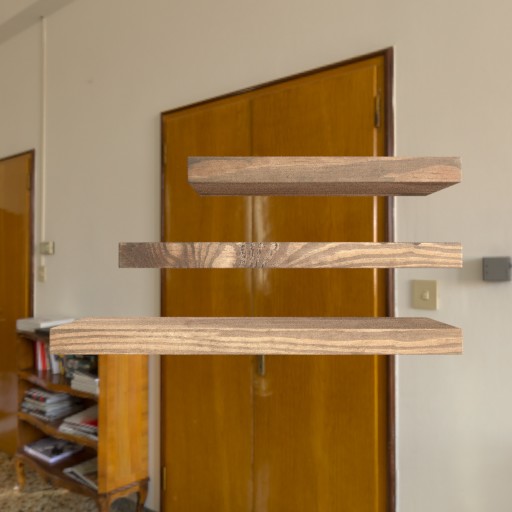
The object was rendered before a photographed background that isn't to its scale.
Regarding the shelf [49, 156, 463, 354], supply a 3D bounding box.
[{"bbox_3d":[0.000,0.000,0.725,0.610,0.293,0.140,0,-1,0],"label":"shelf"}]
